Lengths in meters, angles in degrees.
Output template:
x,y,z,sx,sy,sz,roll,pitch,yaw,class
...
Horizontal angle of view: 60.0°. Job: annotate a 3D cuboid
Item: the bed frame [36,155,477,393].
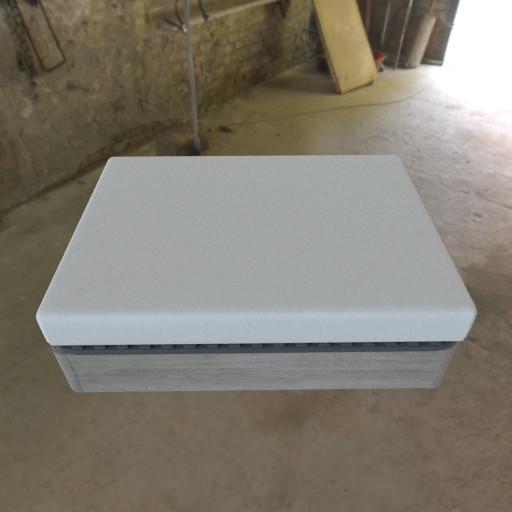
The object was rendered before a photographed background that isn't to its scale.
x,y,z,sx,sy,sz,roll,pitch,yaw,class
0.000,0.000,2.553,1.900,0.561,1.400,-1,42,-1,bed frame
